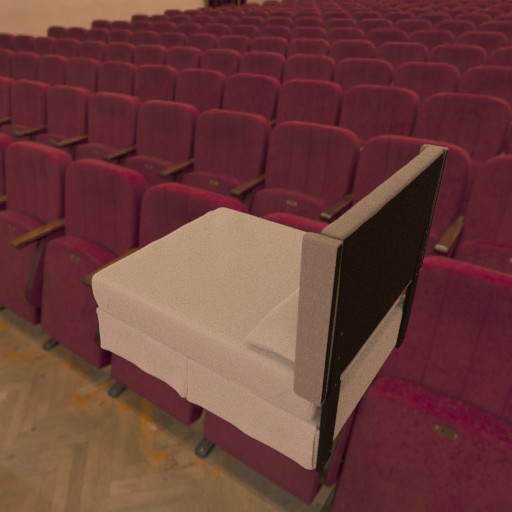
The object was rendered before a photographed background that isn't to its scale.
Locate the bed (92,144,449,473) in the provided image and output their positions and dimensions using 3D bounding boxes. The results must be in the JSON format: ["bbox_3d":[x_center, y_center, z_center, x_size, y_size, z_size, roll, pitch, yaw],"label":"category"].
[{"bbox_3d":[0.000,0.000,3.372,2.066,1.665,1.719,20,36,30],"label":"bed"}]
